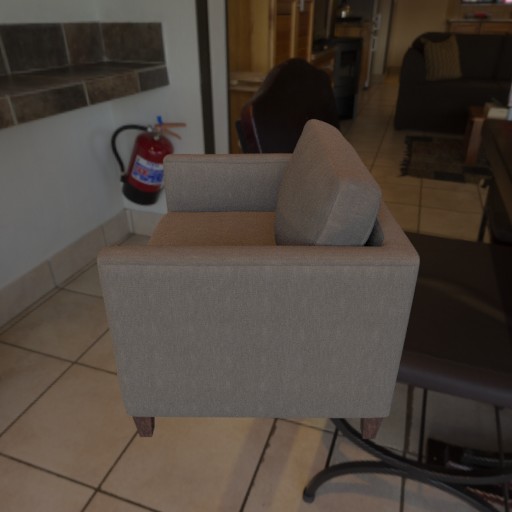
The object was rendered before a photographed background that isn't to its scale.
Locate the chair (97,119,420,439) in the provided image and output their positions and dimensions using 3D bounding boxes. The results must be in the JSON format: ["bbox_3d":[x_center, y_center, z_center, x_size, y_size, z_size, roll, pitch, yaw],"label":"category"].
[{"bbox_3d":[0.000,0.000,1.833,0.959,0.963,1.107,0,28,0],"label":"chair"}]
